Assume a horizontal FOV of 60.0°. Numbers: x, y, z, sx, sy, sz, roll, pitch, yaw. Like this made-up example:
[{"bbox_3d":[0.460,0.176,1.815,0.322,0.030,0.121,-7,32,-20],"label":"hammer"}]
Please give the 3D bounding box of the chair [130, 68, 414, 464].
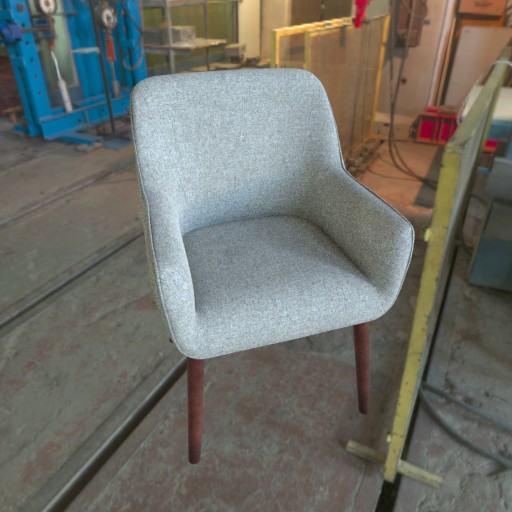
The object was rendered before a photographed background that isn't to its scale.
[{"bbox_3d":[0.000,0.000,1.119,0.543,0.803,0.519,-10,33,-15],"label":"chair"}]
